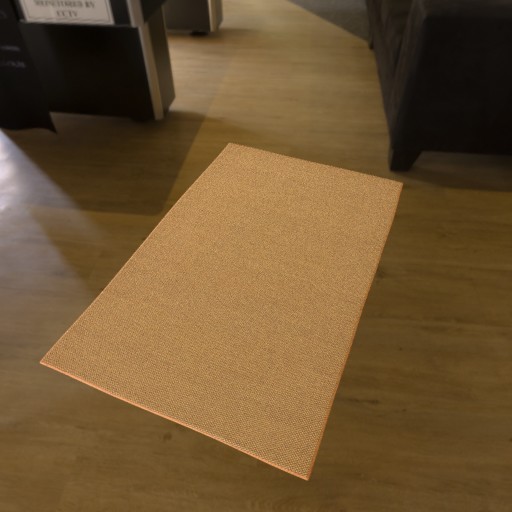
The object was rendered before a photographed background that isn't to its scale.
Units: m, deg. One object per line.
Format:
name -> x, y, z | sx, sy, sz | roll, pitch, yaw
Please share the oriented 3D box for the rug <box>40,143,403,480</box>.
rug -> 0.000, 0.000, 2.064 | 1.078, 0.013, 1.678 | 17, 48, 16
